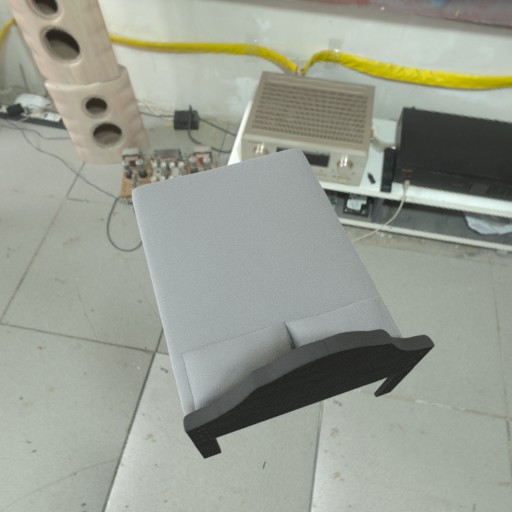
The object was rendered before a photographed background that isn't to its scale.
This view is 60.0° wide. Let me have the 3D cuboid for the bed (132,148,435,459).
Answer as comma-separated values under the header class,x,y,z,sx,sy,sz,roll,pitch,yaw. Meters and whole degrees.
class,x,y,z,sx,sy,sz,roll,pitch,yaw
bed,0.000,0.000,3.245,1.636,1.575,2.155,-16,60,-10
